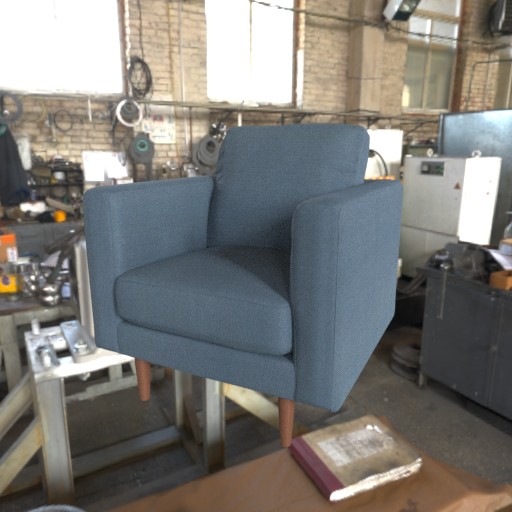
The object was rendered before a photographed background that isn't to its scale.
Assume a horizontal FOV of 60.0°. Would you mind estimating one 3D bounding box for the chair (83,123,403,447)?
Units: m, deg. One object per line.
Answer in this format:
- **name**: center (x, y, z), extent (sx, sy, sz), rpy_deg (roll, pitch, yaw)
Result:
- **chair**: center (0.000, 0.000, 1.563), extent (0.855, 0.922, 0.820), rpy_deg (7, 15, 27)
